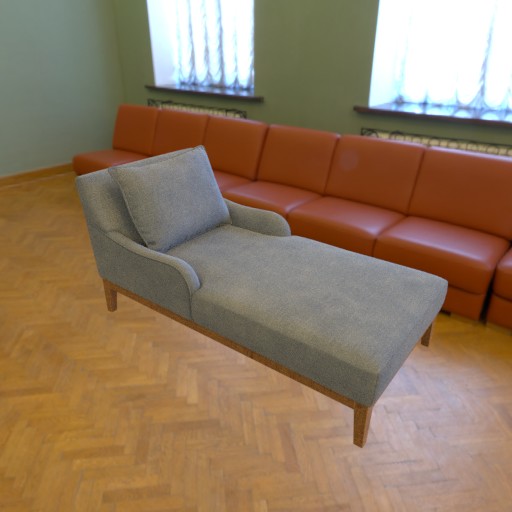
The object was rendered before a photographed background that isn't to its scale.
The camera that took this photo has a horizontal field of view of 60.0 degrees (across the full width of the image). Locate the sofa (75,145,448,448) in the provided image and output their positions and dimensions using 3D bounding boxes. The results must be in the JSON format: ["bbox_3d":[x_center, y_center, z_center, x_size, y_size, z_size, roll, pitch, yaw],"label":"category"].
[{"bbox_3d":[0.000,0.000,2.364,1.779,0.883,0.904,19,32,33],"label":"sofa"}]
